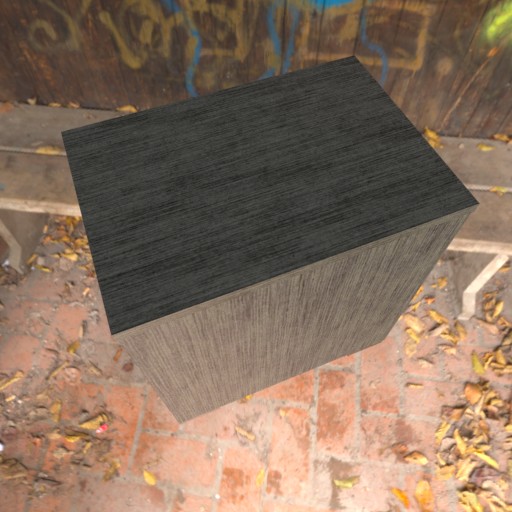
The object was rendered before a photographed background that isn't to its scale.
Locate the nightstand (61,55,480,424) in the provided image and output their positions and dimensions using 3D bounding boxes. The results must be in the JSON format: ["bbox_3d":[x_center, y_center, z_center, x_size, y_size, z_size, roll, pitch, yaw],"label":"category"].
[{"bbox_3d":[0.000,0.000,0.758,0.441,0.460,0.325,-19,60,-11],"label":"nightstand"}]
